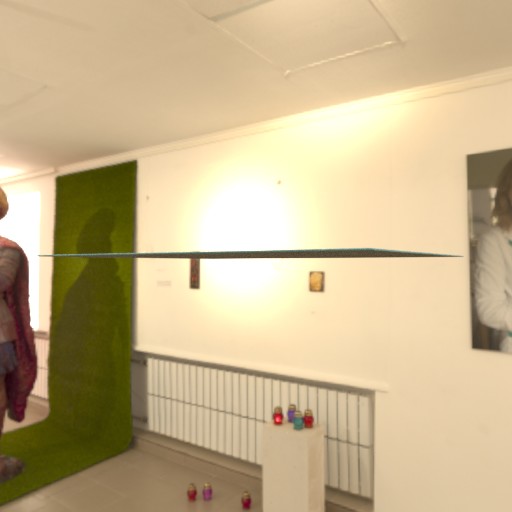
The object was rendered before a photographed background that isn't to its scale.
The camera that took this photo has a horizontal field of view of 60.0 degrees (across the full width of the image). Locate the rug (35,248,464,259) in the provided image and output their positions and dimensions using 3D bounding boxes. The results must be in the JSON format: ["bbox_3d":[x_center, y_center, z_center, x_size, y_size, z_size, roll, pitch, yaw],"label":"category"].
[{"bbox_3d":[0.000,0.000,3.922,2.980,0.012,2.363,-1,-1,35],"label":"rug"}]
